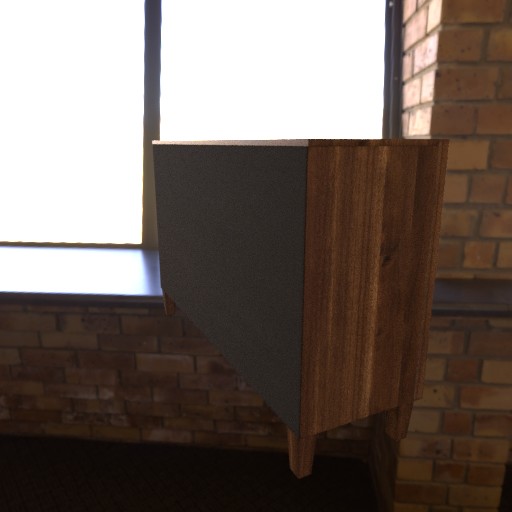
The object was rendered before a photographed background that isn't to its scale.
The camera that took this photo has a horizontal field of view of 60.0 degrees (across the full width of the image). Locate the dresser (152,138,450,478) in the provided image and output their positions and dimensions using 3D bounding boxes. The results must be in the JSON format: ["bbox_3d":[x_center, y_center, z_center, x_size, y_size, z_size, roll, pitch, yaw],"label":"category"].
[{"bbox_3d":[0.000,0.000,1.761,0.438,0.892,1.387,-7,16,-26],"label":"dresser"}]
